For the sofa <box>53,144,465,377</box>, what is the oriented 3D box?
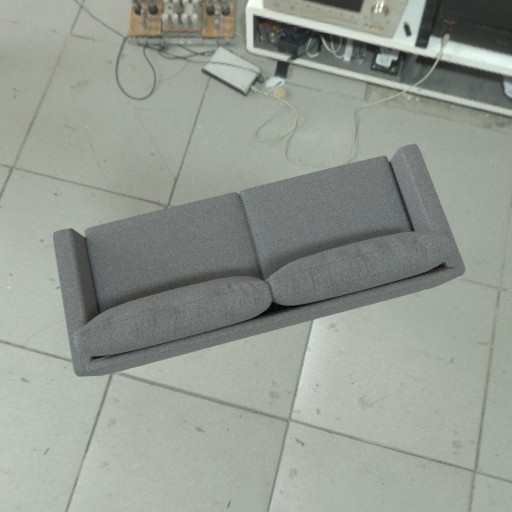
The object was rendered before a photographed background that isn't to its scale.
[{"bbox_3d":[0.000,0.000,2.669,2.200,0.880,0.880,-14,77,-4],"label":"sofa"}]
